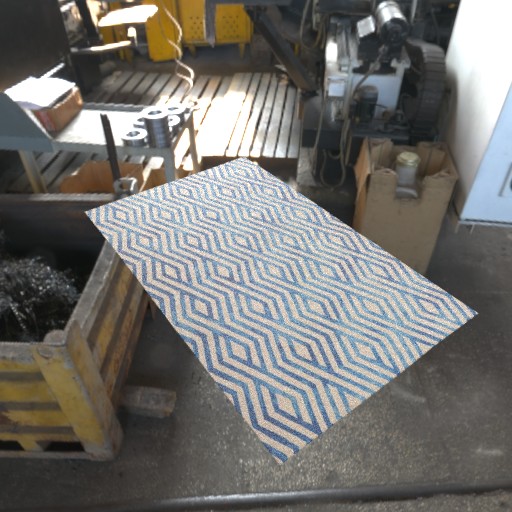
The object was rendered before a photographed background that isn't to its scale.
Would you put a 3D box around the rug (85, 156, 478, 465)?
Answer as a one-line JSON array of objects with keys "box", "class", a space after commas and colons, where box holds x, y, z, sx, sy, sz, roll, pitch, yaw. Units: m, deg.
[{"box": [0.000, 0.000, 3.066, 1.531, 0.008, 2.439, -26, 47, -27], "class": "rug"}]
